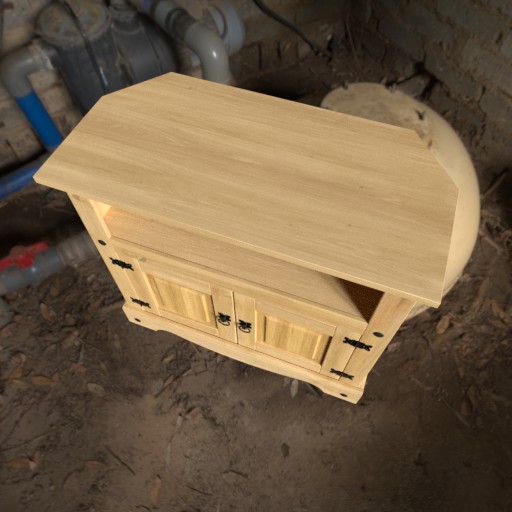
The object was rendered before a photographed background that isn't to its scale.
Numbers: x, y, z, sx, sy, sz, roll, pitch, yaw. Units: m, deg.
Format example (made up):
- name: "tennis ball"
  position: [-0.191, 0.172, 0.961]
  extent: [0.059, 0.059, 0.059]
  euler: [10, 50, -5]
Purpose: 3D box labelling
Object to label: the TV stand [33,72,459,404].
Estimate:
- name: "TV stand"
  position: [0.000, 0.000, 1.294]
  extent: [0.851, 0.781, 0.425]
  euler: [18, 59, 11]
